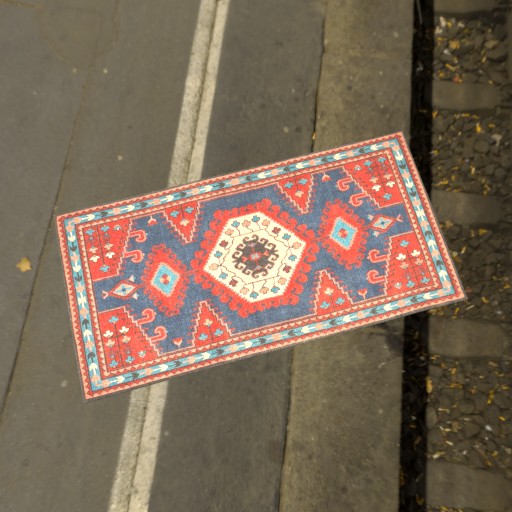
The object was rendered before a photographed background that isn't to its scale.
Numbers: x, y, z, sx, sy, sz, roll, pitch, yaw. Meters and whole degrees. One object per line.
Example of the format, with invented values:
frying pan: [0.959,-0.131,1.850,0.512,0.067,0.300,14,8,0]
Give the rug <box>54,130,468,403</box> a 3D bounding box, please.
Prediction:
rug: [0.000,0.000,3.544,3.032,0.034,1.522,-14,76,-4]
